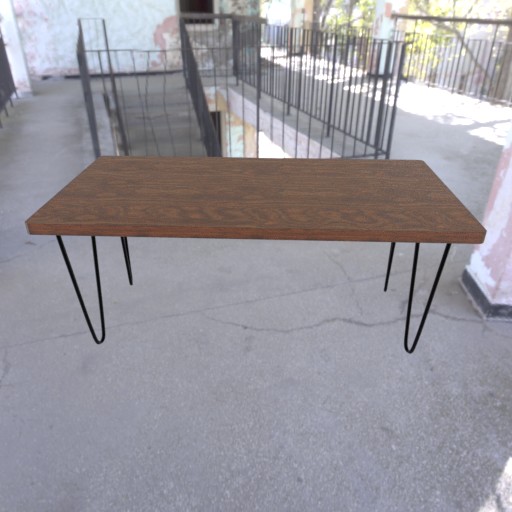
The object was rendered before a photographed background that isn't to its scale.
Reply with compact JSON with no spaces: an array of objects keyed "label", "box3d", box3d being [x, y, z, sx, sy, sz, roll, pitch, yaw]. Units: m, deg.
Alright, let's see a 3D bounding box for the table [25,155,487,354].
[{"label":"table","box3d":[0.000,0.000,2.267,1.791,0.753,0.883,1,30,2]}]
